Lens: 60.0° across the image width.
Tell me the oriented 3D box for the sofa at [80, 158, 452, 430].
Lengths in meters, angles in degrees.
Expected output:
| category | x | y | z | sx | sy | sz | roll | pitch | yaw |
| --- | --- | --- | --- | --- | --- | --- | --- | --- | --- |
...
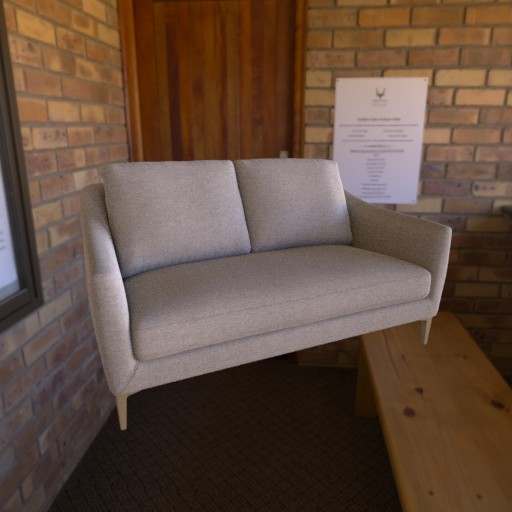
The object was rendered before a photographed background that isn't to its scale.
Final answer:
| category | x | y | z | sx | sy | sz | roll | pitch | yaw |
| --- | --- | --- | --- | --- | --- | --- | --- | --- | --- |
| sofa | 0.000 | 0.000 | 2.173 | 1.619 | 0.904 | 0.960 | -8 | 18 | -25 |
